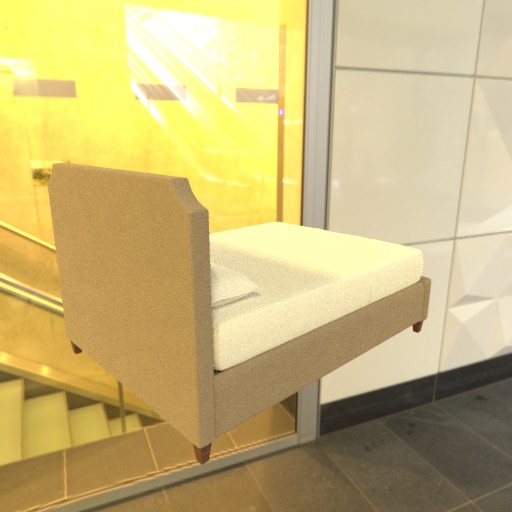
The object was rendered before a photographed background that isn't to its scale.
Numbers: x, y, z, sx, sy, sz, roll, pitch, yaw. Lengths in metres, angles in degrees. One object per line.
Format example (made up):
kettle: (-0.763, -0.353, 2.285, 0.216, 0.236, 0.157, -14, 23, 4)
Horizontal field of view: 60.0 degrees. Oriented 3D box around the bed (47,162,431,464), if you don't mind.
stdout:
bed: (0.000, 0.000, 3.348, 2.329, 1.415, 1.703, -14, 21, -41)
